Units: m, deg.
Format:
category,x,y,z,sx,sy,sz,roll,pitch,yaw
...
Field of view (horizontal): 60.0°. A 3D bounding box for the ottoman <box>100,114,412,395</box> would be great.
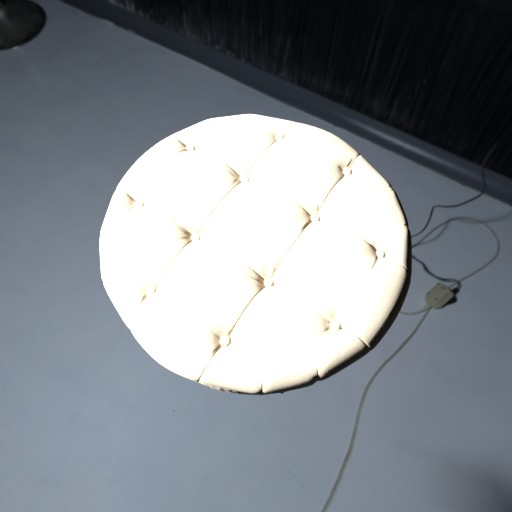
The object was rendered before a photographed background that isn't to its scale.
category,x,y,z,sx,sy,sz,roll,pitch,yaw
ottoman,0.000,0.000,1.417,0.901,0.439,0.901,0,64,0
